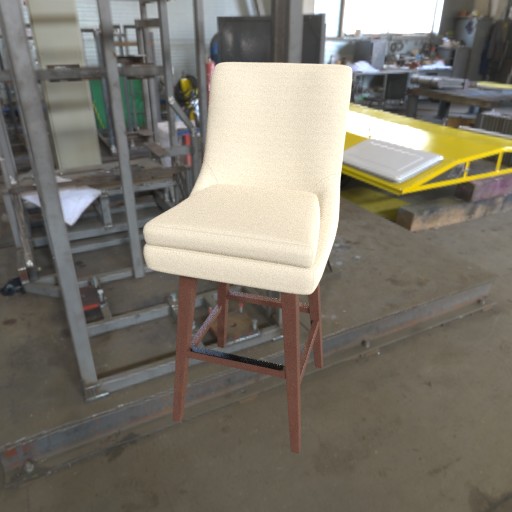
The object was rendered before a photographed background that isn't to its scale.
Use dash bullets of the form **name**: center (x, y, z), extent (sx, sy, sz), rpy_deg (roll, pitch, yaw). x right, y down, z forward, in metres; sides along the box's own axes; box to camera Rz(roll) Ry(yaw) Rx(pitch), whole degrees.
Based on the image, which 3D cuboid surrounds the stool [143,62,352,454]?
- **stool**: center (0.000, 0.000, 1.404), extent (0.483, 1.093, 0.559), rpy_deg (8, 28, 15)
